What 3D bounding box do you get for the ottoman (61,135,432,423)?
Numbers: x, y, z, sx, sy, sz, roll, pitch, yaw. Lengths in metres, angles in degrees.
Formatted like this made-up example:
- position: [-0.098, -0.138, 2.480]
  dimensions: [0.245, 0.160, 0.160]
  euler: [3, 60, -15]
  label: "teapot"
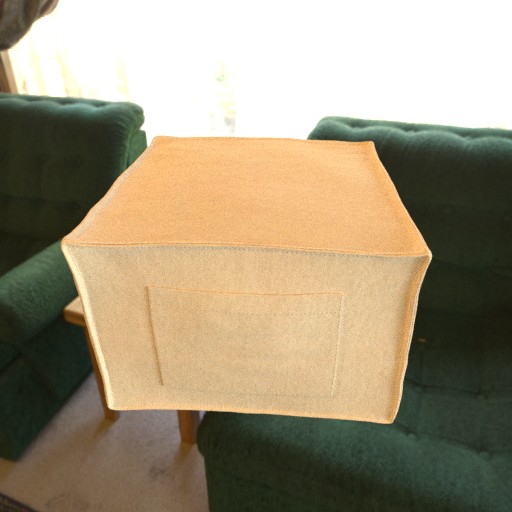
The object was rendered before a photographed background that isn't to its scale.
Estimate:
- position: [0.000, 0.000, 1.180]
  dimensions: [0.707, 0.470, 0.696]
  euler: [2, 31, 3]
  label: "ottoman"
